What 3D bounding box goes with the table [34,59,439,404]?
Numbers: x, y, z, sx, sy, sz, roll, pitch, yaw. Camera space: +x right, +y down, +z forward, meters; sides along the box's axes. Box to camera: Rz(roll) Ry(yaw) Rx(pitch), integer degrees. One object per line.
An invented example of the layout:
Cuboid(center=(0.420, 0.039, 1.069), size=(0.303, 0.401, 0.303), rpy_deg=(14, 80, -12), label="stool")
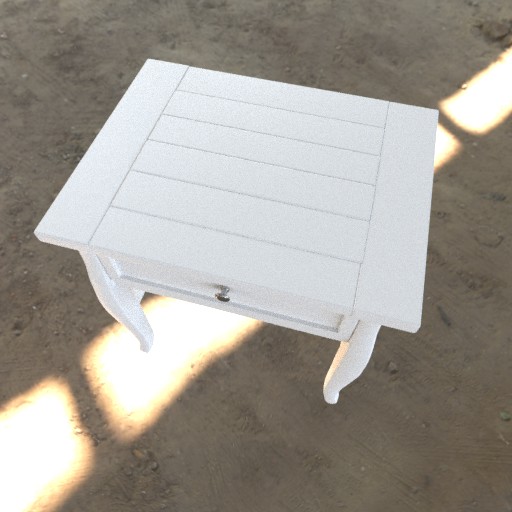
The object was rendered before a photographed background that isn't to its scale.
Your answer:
Cuboid(center=(0.000, 0.000, 1.026), size=(0.599, 0.605, 0.463), rpy_deg=(13, 59, 8), label="table")
